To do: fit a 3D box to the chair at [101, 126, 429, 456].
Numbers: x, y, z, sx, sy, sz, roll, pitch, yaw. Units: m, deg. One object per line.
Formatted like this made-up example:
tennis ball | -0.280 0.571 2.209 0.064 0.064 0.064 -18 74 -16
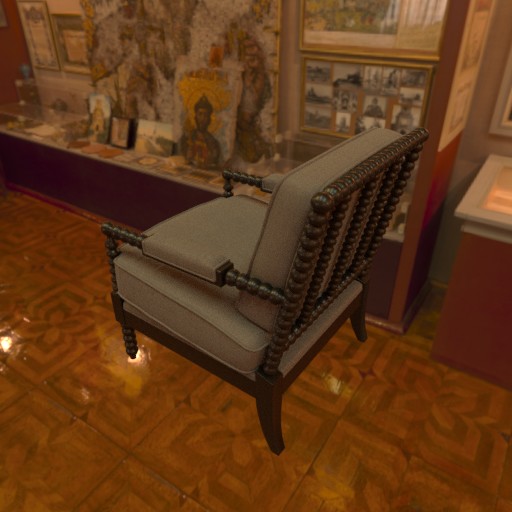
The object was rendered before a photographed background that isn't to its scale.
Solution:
chair | 0.000 0.000 1.148 0.622 0.661 0.540 20 36 30
